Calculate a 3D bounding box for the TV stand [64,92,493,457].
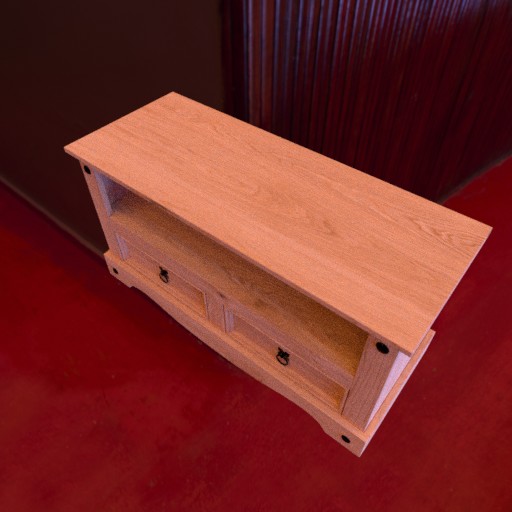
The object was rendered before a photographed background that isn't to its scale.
[{"bbox_3d":[0.000,0.000,1.358,1.080,0.550,0.440,30,54,25],"label":"TV stand"}]
